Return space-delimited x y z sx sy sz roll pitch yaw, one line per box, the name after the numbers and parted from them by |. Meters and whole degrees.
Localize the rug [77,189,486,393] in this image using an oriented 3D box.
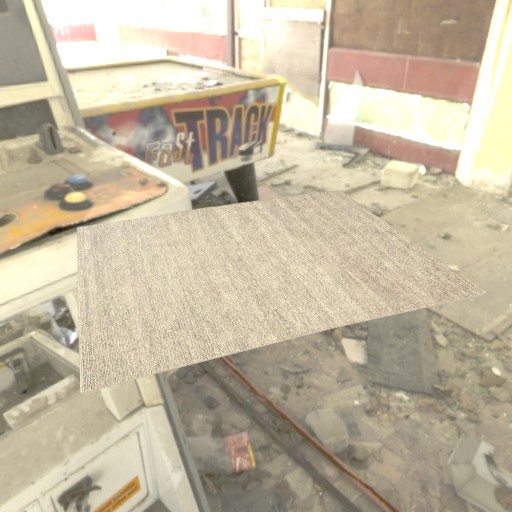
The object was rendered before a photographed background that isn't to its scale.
0.000 0.000 4.203 3.202 0.045 2.434 -10 32 -17 | rug
